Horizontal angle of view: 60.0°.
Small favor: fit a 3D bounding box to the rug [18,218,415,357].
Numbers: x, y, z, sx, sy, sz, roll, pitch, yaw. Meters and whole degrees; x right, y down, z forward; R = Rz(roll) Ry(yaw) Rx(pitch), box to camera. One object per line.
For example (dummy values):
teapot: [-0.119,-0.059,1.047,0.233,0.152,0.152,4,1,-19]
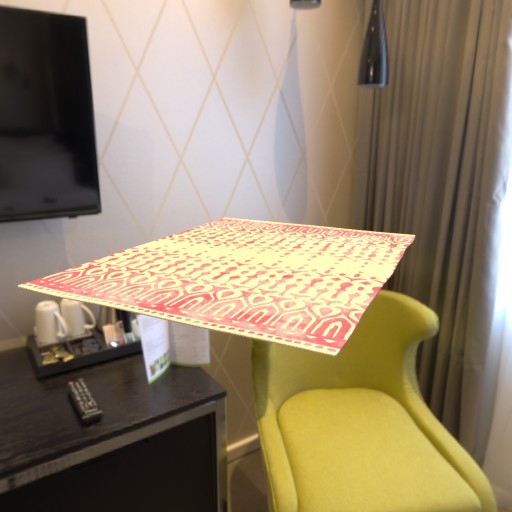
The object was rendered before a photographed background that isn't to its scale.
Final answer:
rug: [0.000,0.000,4.077,2.441,0.016,3.095,7,17,25]
